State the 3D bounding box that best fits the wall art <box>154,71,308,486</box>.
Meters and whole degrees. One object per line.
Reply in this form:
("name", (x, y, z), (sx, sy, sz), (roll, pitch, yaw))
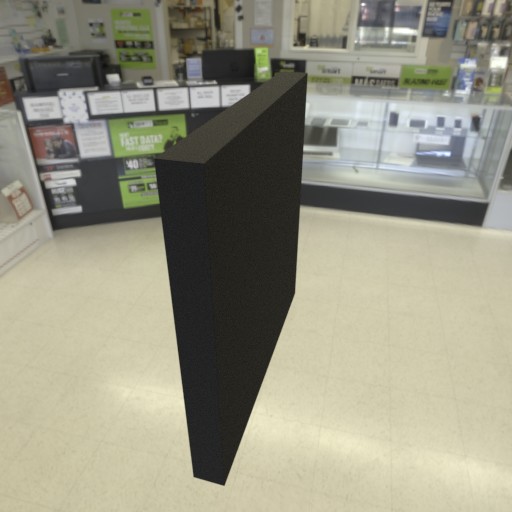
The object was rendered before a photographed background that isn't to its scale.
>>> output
("wall art", (0.000, 0.000, 0.453), (0.030, 0.305, 0.308), (9, 33, 14))
